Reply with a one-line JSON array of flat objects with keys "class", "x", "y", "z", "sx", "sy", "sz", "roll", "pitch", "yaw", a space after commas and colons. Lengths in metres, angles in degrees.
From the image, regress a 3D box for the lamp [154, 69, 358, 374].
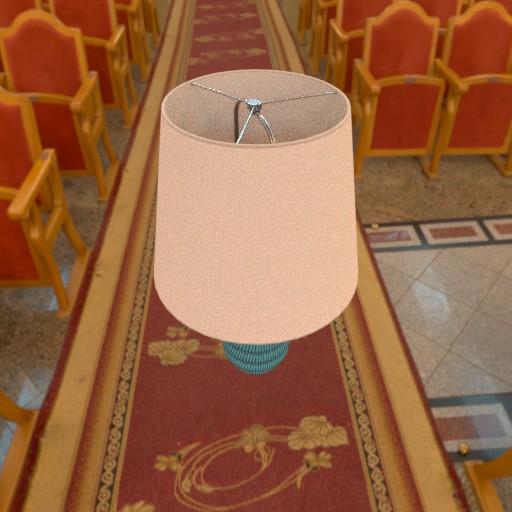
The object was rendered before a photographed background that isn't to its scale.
[{"class": "lamp", "x": 0.000, "y": 0.000, "z": 0.552, "sx": 0.254, "sy": 0.392, "sz": 0.254, "roll": 0, "pitch": 41, "yaw": 0}]
